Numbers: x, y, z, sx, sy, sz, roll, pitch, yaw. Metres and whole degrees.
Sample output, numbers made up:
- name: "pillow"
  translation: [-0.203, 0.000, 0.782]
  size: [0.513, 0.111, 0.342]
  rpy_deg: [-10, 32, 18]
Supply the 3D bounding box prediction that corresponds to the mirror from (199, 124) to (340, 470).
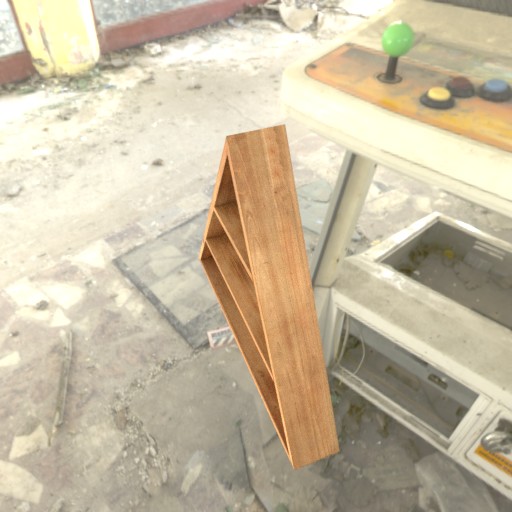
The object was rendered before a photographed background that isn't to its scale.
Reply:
- name: "mirror"
  translation: [0.000, 0.000, 0.883]
  size: [0.100, 0.548, 0.631]
  rpy_deg: [-16, 46, -16]
